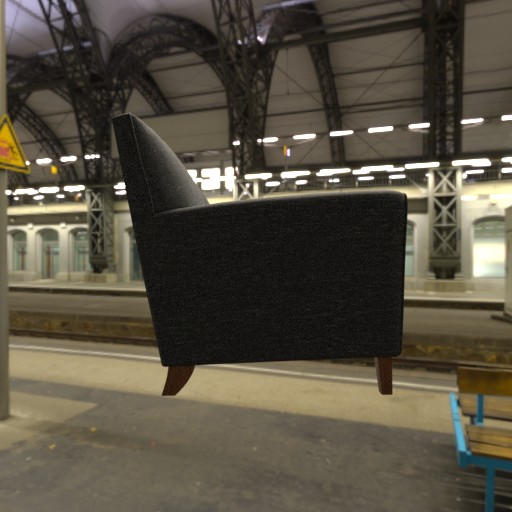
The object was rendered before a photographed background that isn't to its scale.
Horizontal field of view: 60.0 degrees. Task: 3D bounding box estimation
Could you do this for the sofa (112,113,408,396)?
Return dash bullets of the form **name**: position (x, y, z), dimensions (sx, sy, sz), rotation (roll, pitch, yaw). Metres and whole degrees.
- **sofa**: position (0.000, 0.000, 1.980), dimensions (0.875, 0.846, 1.420), rotation (0, 0, -1)
